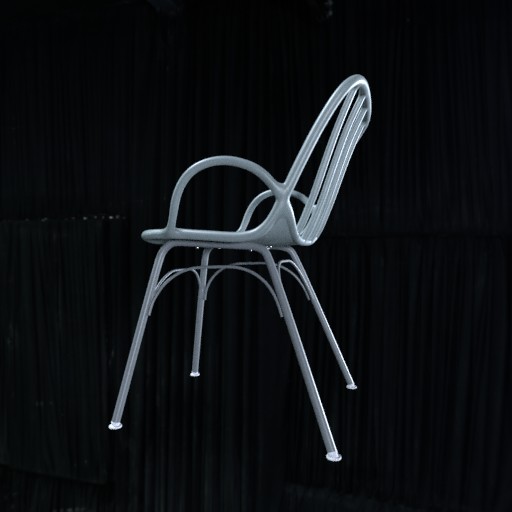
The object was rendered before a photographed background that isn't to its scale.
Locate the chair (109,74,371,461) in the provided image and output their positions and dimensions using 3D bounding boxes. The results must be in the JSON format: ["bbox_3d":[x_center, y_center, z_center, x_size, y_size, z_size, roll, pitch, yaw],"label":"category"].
[{"bbox_3d":[0.000,0.000,1.196,0.597,0.816,0.549,0,1,16],"label":"chair"}]
